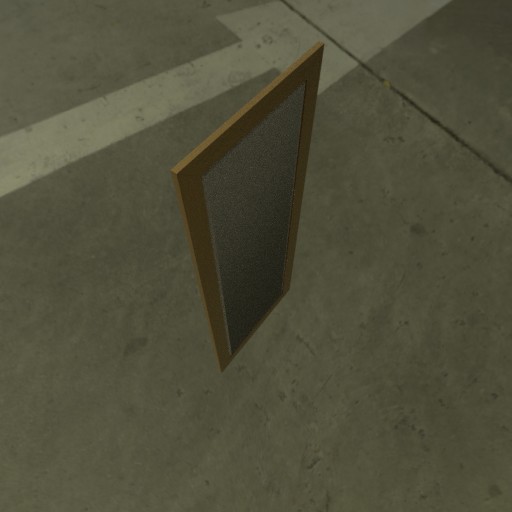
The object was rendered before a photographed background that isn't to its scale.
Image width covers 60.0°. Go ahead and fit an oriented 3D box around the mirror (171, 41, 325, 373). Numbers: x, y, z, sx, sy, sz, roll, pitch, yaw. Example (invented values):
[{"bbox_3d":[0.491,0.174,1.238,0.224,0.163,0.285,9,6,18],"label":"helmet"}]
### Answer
[{"bbox_3d":[0.000,0.000,2.364,0.025,2.031,0.812,33,64,18],"label":"mirror"}]
